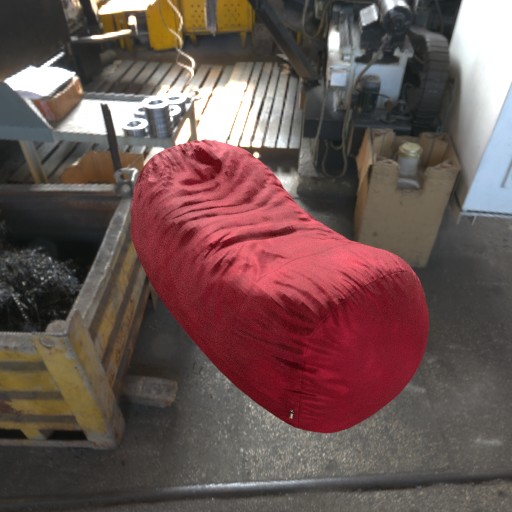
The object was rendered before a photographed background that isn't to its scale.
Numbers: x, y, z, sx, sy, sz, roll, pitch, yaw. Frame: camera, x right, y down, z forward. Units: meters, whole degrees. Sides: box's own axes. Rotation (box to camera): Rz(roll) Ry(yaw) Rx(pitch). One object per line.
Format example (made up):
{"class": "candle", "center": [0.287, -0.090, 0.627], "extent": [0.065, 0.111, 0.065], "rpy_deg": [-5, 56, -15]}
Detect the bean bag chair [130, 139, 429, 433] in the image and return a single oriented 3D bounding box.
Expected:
{"class": "bean bag chair", "center": [0.000, 0.000, 2.813], "extent": [1.216, 0.867, 2.293], "rpy_deg": [-26, 48, -26]}
